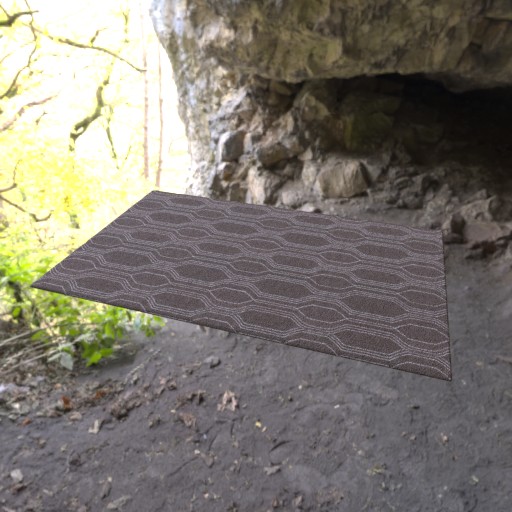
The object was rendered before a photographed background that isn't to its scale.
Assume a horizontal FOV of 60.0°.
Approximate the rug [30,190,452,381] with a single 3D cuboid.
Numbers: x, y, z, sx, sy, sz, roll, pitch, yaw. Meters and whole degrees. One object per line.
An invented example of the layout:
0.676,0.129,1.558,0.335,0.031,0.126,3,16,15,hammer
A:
0.000,0.000,3.039,2.457,0.012,1.541,10,34,15,rug
